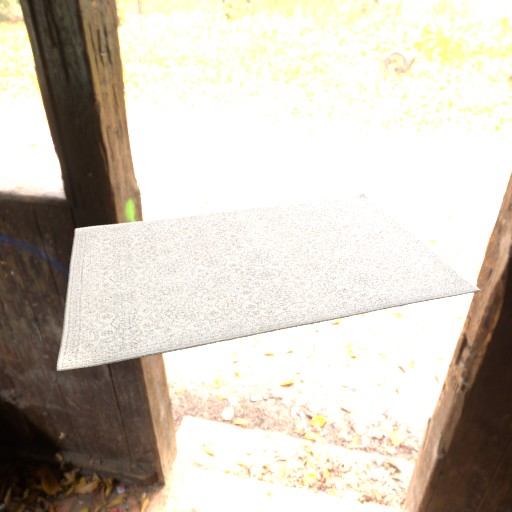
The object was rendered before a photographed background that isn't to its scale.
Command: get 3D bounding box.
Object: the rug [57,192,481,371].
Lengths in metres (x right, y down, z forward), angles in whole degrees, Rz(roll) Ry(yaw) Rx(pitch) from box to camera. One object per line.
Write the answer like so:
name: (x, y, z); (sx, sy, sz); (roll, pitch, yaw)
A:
rug: (0.000, 0.000, 2.425); (1.947, 0.023, 1.214); (-9, 33, -14)
